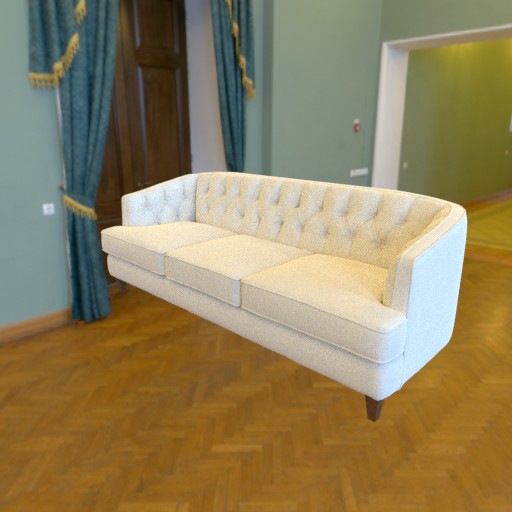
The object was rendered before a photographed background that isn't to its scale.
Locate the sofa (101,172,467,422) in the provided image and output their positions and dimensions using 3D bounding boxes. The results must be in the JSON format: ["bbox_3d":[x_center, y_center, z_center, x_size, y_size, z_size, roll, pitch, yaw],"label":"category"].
[{"bbox_3d":[0.000,0.000,2.718,2.278,0.855,0.941,16,23,42],"label":"sofa"}]
